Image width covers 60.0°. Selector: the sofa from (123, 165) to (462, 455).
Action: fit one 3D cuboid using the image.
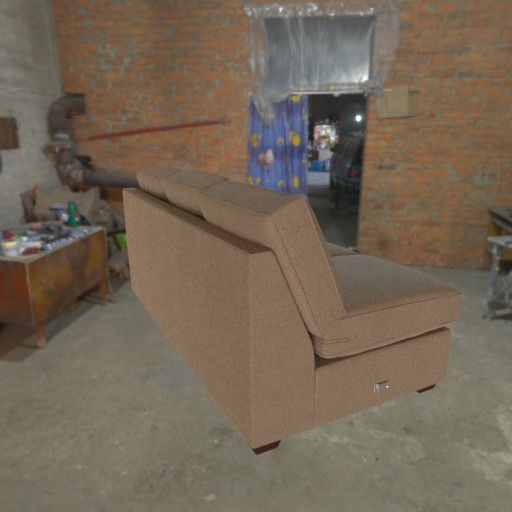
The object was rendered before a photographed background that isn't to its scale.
[{"bbox_3d":[0.000,0.000,2.679,1.127,1.036,2.092,-8,17,-27],"label":"sofa"}]
